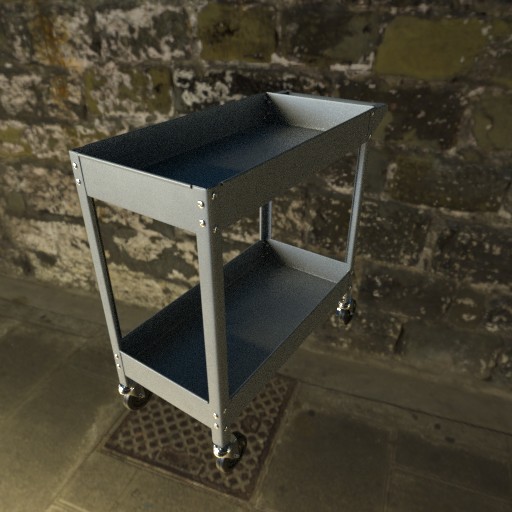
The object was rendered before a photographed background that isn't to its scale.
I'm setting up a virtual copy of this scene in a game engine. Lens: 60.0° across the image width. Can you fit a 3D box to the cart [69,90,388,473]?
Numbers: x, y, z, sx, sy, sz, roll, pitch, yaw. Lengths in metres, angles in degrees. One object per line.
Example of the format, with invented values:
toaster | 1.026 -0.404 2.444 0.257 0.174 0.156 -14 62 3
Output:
cart | 0.000 0.000 1.192 0.366 0.719 0.779 19 36 29
